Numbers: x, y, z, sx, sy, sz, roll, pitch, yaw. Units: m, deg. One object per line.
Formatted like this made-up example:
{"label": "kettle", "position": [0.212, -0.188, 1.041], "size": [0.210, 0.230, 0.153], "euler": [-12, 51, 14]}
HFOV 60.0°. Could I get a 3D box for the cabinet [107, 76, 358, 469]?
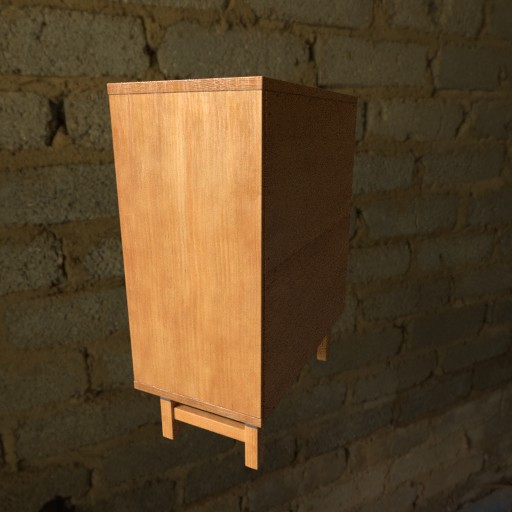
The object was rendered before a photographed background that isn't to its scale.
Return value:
{"label": "cabinet", "position": [0.000, 0.000, 1.436], "size": [0.419, 1.001, 0.800], "euler": [8, 18, 24]}
